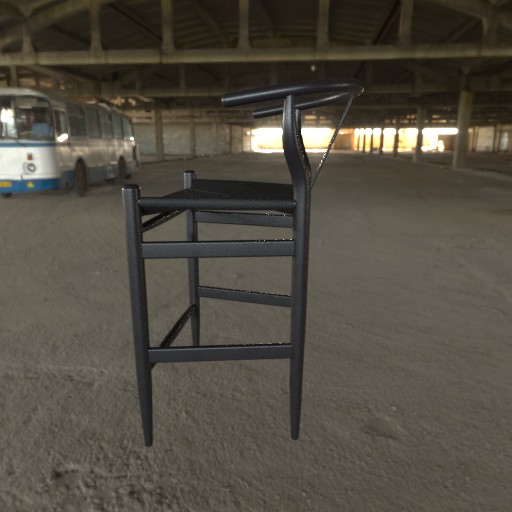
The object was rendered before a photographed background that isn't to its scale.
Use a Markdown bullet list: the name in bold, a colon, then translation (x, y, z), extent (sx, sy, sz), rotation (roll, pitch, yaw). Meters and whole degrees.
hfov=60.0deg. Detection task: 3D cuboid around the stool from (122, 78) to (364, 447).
- **stool**: translation (0.000, 0.000, 1.336), extent (0.579, 0.970, 0.569), rotation (2, 15, 7)
